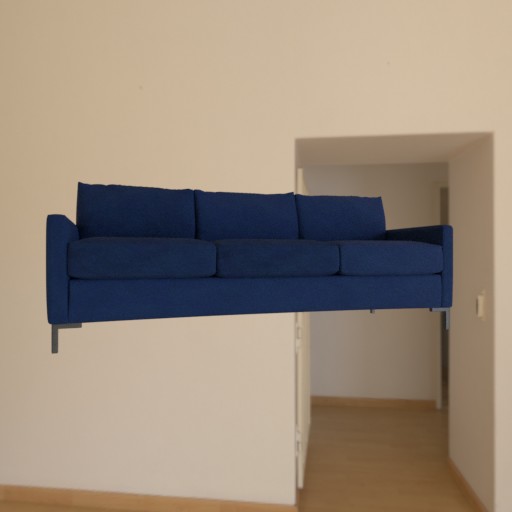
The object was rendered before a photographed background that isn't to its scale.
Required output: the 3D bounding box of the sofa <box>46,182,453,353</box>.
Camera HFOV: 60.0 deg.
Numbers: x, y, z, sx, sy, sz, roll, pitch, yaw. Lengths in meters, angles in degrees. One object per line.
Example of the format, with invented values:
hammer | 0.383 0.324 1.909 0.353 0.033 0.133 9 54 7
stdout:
sofa | 0.000 0.000 2.695 2.252 0.879 0.875 0 0 -18
